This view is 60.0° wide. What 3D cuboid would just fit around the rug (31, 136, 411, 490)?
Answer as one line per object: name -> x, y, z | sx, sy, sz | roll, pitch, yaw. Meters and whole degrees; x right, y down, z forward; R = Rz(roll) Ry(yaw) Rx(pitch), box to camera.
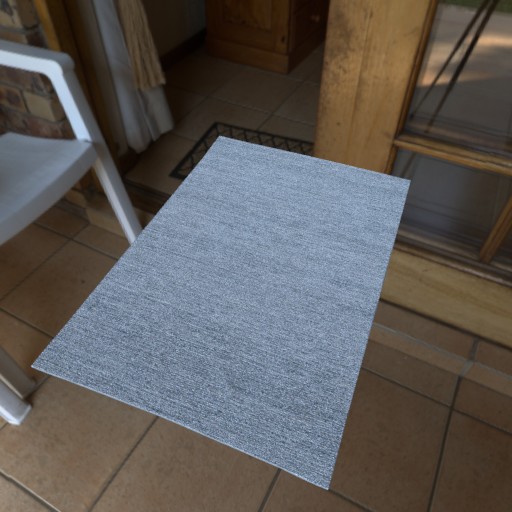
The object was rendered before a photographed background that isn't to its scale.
rug -> 0.000, 0.000, 2.855 | 1.616, 0.030, 2.338 | 17, 50, 15
